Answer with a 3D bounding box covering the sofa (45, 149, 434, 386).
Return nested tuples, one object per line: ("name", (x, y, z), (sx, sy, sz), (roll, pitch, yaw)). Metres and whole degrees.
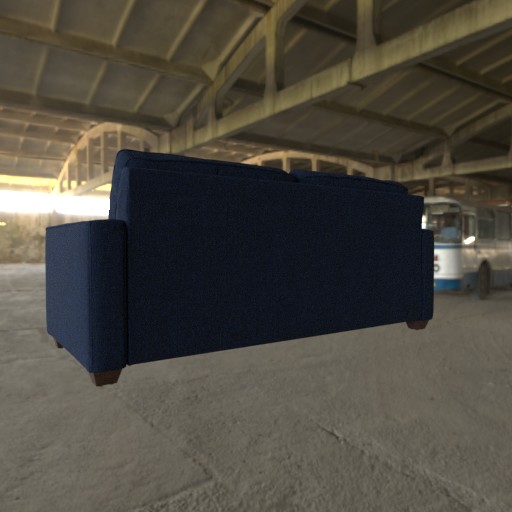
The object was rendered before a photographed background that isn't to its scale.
("sofa", (0.000, 0.000, 2.510), (2.080, 0.919, 0.940), (-1, 2, -34))
